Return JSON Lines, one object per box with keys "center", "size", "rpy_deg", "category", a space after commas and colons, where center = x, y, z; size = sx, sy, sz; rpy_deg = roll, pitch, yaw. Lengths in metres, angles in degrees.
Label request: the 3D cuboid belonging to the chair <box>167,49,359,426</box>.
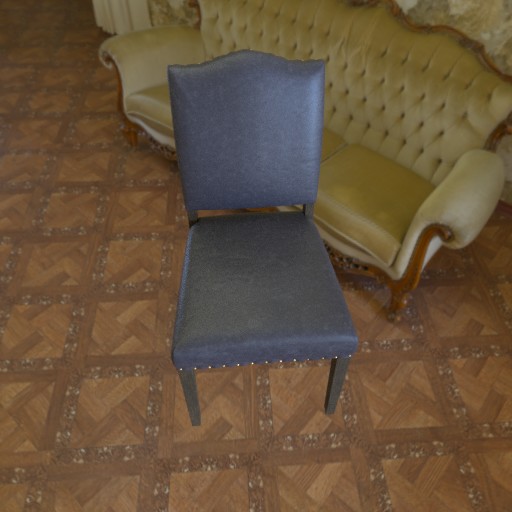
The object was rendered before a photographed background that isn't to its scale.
{"center": [0.000, 0.000, 1.342], "size": [0.500, 0.991, 0.633], "rpy_deg": [-4, 48, -3], "category": "chair"}
